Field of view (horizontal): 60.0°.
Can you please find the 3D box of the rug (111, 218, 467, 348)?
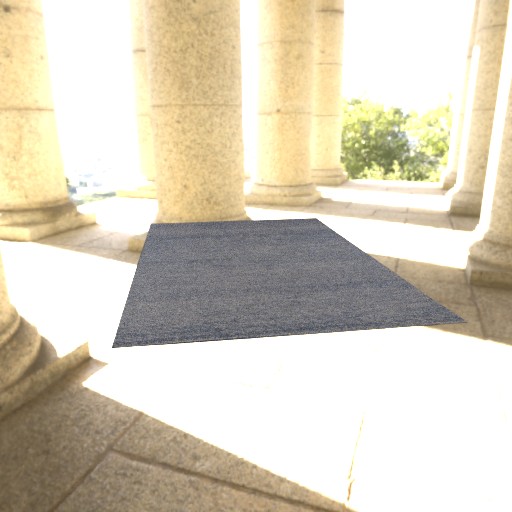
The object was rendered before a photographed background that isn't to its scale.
[{"bbox_3d":[0.000,0.000,2.189,1.135,0.010,1.740,-3,17,-9],"label":"rug"}]
